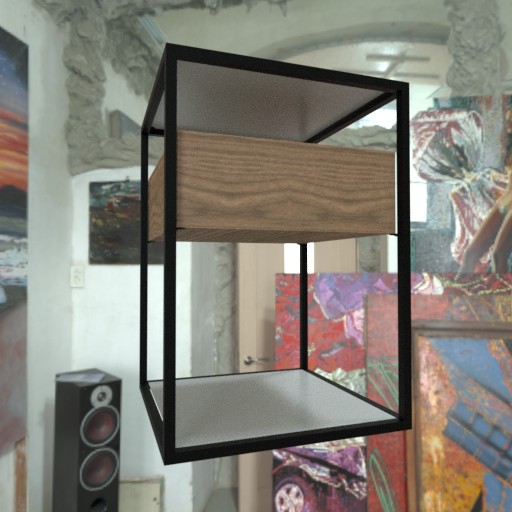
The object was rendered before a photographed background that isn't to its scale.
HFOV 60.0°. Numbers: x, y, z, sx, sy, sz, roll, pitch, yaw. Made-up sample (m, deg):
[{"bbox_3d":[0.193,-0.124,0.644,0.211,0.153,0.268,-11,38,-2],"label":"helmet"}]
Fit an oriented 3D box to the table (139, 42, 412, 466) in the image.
[{"bbox_3d":[0.000,0.000,0.805,0.378,0.540,0.378,0,-1,-19],"label":"table"}]
